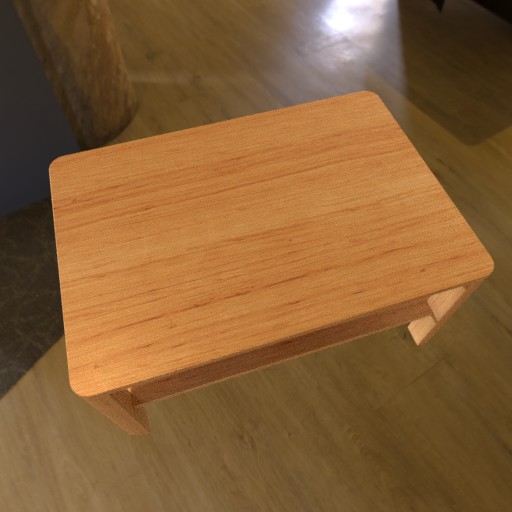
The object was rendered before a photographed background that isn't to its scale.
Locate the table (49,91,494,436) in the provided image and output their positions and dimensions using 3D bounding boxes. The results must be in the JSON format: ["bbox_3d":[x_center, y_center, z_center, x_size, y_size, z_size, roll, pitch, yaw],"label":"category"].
[{"bbox_3d":[0.000,0.000,1.330,0.997,0.445,0.696,-15,60,-9],"label":"table"}]
